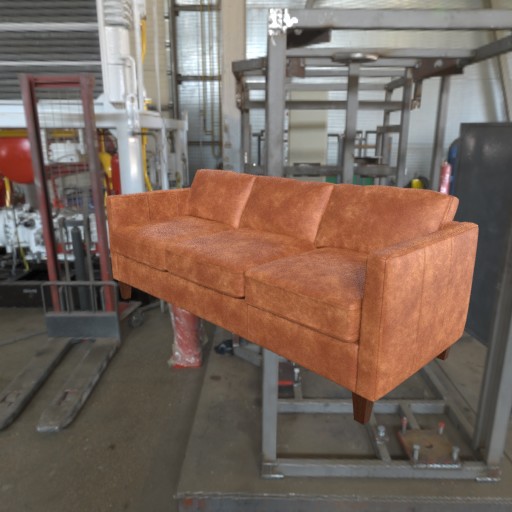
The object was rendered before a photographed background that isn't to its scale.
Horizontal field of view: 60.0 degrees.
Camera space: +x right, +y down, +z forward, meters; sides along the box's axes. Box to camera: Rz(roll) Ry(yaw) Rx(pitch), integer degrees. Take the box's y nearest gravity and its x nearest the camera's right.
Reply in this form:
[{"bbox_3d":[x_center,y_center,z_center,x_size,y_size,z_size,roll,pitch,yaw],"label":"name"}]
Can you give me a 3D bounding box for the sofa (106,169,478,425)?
[{"bbox_3d":[0.000,0.000,2.984,1.045,1.006,2.464,-15,21,-42],"label":"sofa"}]
